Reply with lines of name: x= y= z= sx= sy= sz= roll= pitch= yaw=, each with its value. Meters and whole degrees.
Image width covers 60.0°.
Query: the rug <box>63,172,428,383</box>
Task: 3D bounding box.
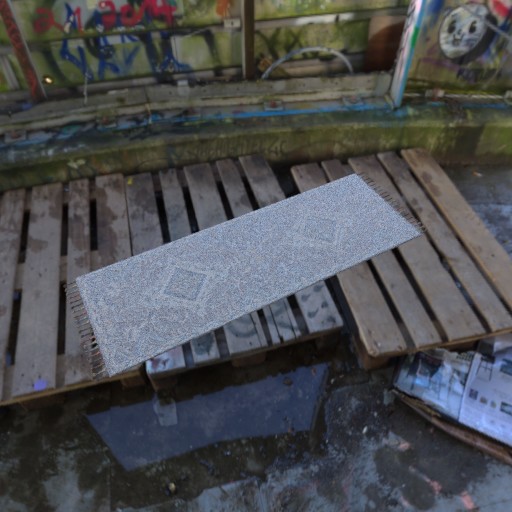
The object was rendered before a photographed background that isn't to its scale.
rug: x=0.000 y=0.000 z=2.837 sx=2.378 sy=0.018 sz=1.324 roll=-10 pitch=50 yaw=-8
